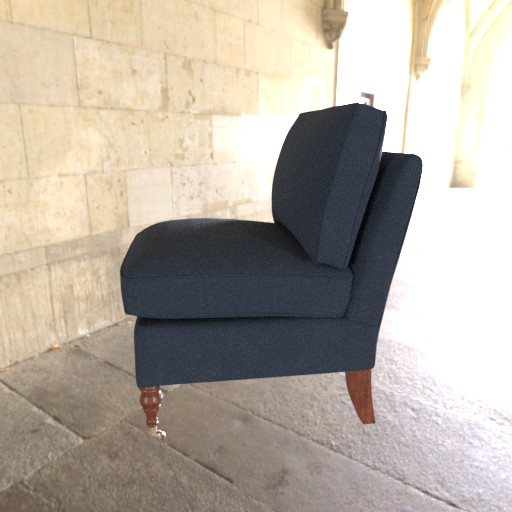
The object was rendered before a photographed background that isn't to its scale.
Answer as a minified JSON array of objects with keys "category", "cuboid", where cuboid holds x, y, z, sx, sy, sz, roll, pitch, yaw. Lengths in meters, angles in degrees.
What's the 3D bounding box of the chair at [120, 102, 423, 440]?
[{"category":"chair","cuboid":[0.000,0.000,1.658,0.912,1.052,0.724,-2,16,-8]}]
